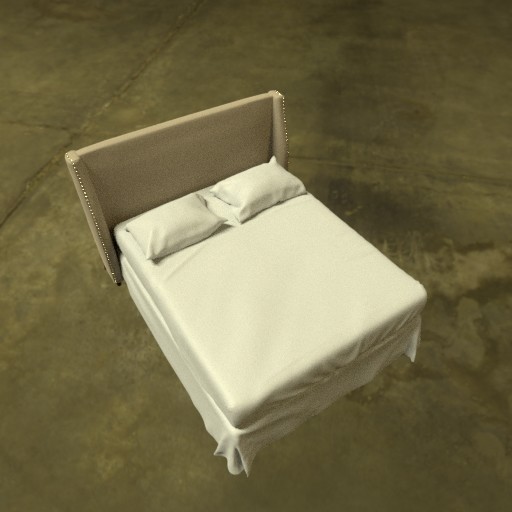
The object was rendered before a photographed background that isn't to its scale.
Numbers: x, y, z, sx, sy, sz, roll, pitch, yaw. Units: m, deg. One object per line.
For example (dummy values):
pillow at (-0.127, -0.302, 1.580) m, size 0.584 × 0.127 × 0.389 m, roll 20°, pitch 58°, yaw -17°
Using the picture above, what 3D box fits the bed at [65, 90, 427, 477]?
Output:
bed at (0.000, 0.000, 3.415) m, size 1.925 × 1.332 × 2.276 m, roll -25°, pitch 51°, yaw -23°
